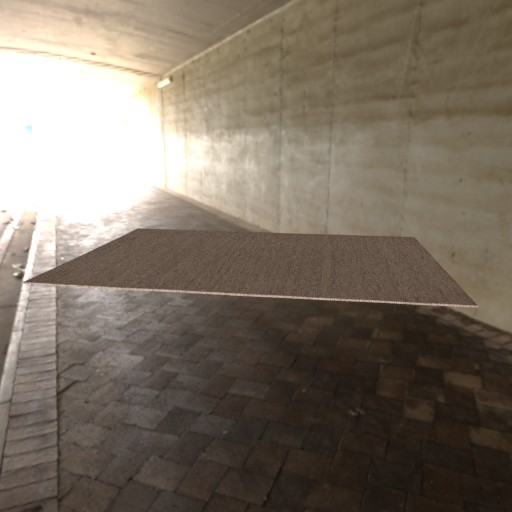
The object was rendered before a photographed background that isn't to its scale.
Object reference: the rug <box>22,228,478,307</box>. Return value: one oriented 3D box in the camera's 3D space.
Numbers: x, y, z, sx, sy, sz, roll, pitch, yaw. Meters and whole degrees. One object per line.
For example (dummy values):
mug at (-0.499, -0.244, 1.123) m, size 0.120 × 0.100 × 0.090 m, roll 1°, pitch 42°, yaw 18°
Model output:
rug at (0.000, 0.000, 2.351) m, size 1.840 × 0.013 × 1.225 m, roll 2°, pitch 15°, yaw 8°
